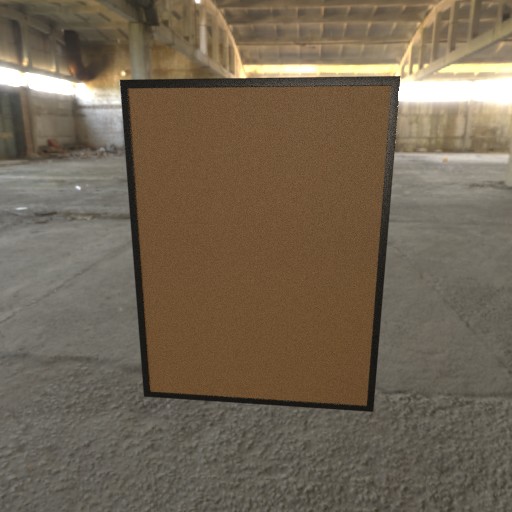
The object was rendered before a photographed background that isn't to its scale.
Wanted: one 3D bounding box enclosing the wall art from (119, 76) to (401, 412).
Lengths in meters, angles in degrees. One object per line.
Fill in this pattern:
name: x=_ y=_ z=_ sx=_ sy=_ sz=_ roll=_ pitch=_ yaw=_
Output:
wall art: x=0.000 y=0.000 z=1.419 sx=0.804 sy=1.061 sz=0.039 roll=2 pitch=16 yaw=6
